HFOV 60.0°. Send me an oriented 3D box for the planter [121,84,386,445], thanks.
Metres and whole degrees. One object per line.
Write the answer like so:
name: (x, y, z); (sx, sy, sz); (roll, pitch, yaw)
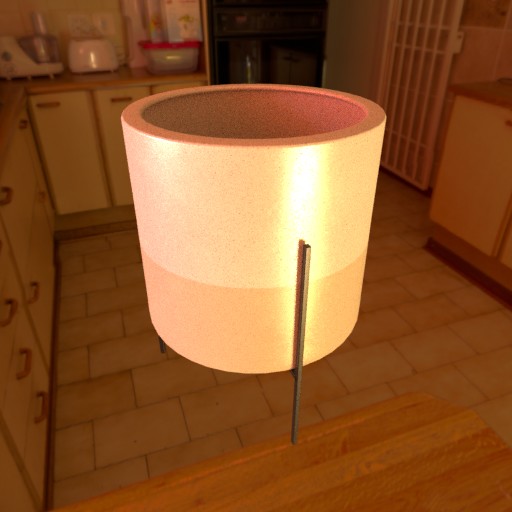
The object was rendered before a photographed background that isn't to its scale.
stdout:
planter: (0.000, 0.000, 0.738); (0.359, 0.484, 0.368); (23, 38, 33)
